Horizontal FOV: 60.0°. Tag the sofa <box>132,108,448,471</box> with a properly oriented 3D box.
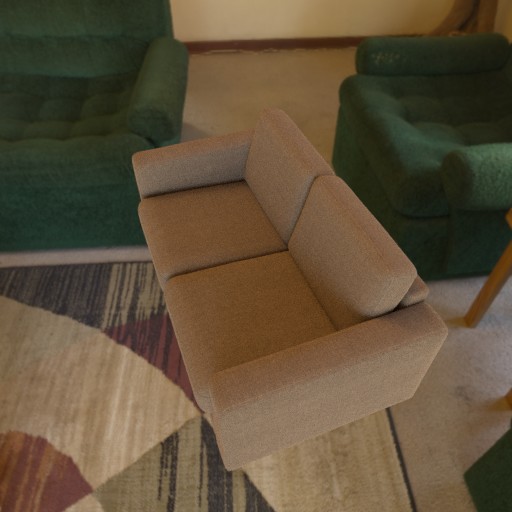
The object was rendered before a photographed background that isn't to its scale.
[{"bbox_3d":[0.000,0.000,2.053,0.900,0.800,1.520,-16,49,-14],"label":"sofa"}]
